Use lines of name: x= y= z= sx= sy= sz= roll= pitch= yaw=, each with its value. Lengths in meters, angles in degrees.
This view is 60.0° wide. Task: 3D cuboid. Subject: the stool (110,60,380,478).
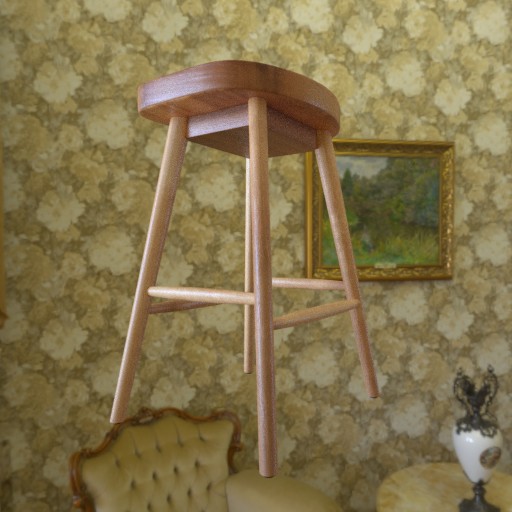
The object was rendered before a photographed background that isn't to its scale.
stool: x=0.000 y=0.000 z=0.888 sx=0.361 sy=0.615 sz=0.440 roll=0 pitch=1 yaw=35
